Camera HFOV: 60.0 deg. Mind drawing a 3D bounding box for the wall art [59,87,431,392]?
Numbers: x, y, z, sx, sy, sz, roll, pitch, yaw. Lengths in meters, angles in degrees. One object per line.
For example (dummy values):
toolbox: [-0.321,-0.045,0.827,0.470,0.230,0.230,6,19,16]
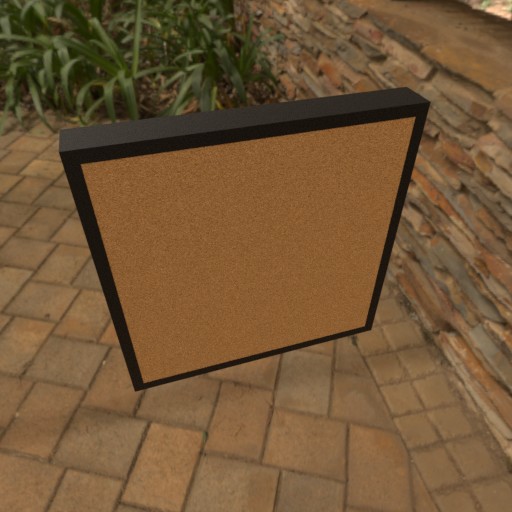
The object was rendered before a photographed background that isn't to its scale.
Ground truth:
wall art: [0.000,0.000,0.461,0.305,0.304,0.038,-12,42,-13]
